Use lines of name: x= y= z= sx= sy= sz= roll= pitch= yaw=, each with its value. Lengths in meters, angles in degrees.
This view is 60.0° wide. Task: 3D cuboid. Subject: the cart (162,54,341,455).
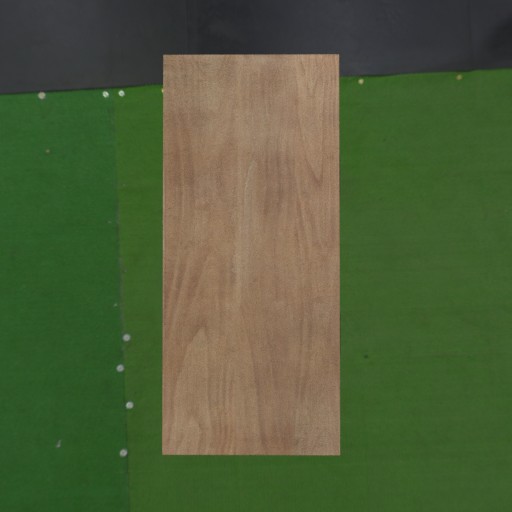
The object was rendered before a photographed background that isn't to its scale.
cart: x=0.000 y=0.000 z=0.991 sx=0.298 sy=0.554 sz=0.686 roll=0 pitch=89 yaw=0
